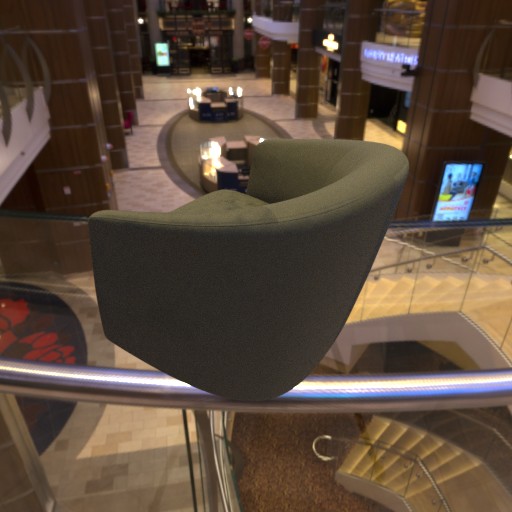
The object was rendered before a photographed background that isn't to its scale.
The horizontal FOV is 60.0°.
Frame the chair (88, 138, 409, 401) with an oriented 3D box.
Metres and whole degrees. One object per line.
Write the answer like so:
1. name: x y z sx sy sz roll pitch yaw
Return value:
1. chair: 0.000 0.000 1.348 0.767 0.698 0.773 19 36 29
